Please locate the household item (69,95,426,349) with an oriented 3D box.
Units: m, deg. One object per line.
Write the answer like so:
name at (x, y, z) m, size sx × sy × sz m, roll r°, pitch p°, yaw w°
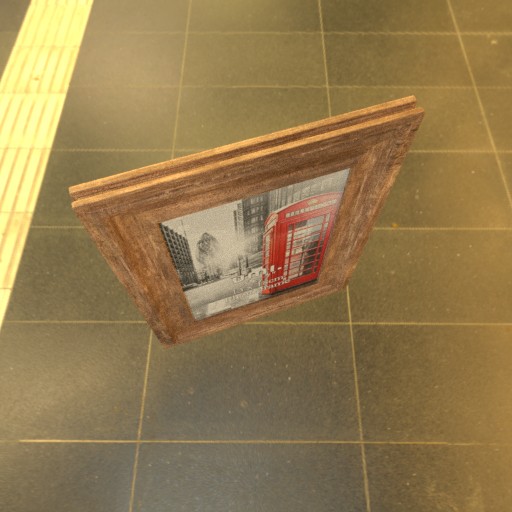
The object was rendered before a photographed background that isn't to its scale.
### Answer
household item at (0.000, 0.000, 0.328) m, size 0.186 × 0.237 × 0.018 m, roll -17°, pitch 64°, yaw -9°
